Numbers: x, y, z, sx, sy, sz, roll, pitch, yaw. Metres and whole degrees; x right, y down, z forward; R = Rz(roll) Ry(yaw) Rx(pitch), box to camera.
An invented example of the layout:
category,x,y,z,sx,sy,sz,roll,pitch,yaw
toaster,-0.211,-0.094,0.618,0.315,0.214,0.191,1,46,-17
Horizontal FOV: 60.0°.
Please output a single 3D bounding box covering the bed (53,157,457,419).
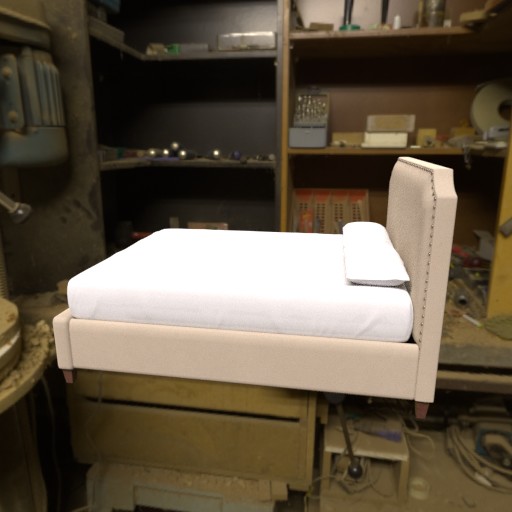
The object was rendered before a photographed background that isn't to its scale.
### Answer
category,x,y,z,sx,sy,sz,roll,pitch,yaw
bed,0.000,0.000,3.341,2.329,1.415,1.703,3,15,10
